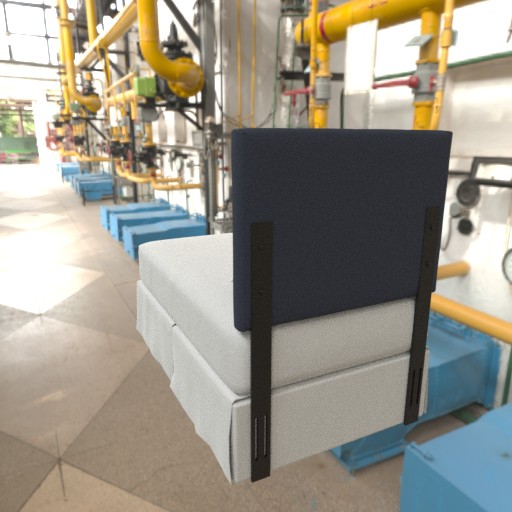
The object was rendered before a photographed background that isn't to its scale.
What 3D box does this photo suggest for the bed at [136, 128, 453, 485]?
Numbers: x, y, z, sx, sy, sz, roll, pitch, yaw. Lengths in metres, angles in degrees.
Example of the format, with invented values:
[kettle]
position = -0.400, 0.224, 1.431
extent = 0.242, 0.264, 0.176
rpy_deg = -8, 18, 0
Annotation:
[bed]
position = 0.000, 0.000, 2.912
extent = 1.261, 1.571, 1.997
rpy_deg = -7, 16, -26
